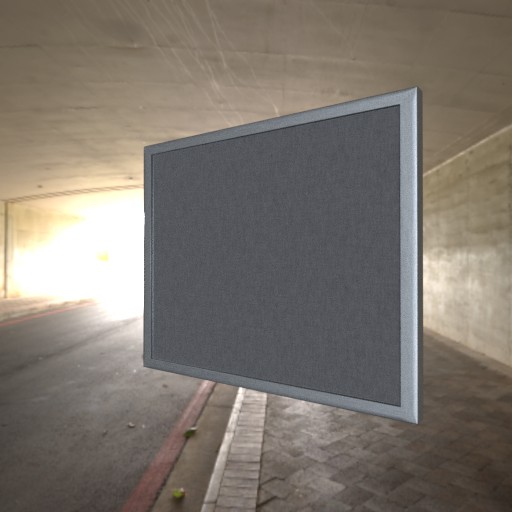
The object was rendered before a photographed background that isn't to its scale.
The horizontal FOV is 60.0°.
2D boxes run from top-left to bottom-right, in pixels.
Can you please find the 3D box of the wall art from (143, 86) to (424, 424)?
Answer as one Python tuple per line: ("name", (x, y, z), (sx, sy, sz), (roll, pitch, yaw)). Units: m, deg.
("wall art", (0.000, 0.000, 0.769), (0.556, 0.457, 0.028), (0, -1, 35))
